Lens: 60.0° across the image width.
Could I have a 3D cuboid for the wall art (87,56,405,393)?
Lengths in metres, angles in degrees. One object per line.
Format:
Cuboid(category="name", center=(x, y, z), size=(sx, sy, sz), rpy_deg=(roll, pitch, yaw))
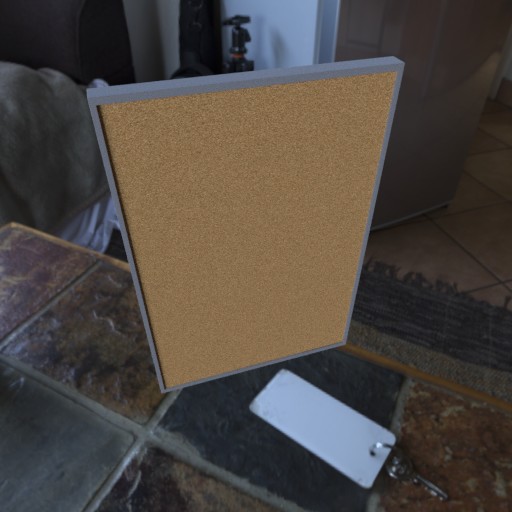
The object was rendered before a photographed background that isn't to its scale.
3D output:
Cuboid(category="wall art", center=(0.000, 0.000, 0.943), size=(0.511, 0.753, 0.039), rpy_deg=(-12, 42, -13))
